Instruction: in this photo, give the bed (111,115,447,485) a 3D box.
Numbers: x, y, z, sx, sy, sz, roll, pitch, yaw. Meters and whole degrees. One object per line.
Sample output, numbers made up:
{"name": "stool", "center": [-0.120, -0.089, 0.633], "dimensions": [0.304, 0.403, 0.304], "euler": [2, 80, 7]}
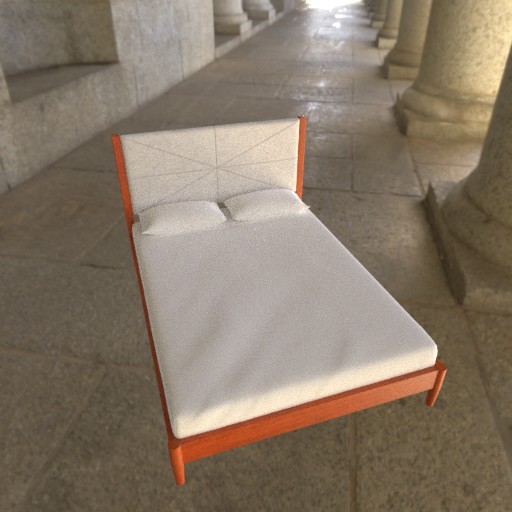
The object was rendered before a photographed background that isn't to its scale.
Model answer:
{"name": "bed", "center": [0.000, 0.000, 2.960], "dimensions": [1.566, 1.165, 2.117], "euler": [-10, 35, -15]}
